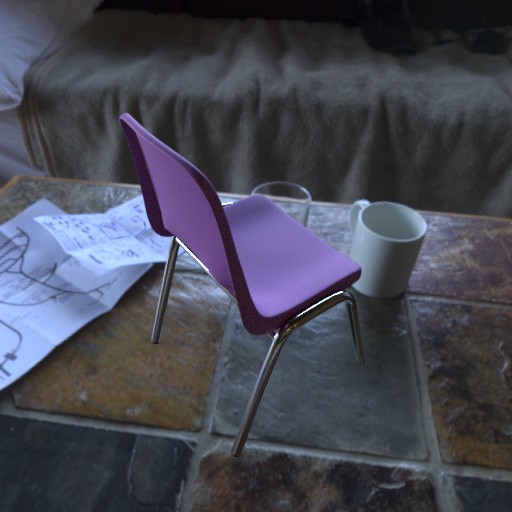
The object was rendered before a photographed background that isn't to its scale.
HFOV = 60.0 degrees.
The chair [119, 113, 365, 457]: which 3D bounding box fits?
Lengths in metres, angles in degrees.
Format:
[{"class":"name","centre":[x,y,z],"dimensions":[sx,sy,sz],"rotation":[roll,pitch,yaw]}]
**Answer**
[{"class":"chair","centre":[0.000,0.000,0.687],"dimensions":[0.301,0.493,0.291],"rotation":[-27,48,-27]}]
